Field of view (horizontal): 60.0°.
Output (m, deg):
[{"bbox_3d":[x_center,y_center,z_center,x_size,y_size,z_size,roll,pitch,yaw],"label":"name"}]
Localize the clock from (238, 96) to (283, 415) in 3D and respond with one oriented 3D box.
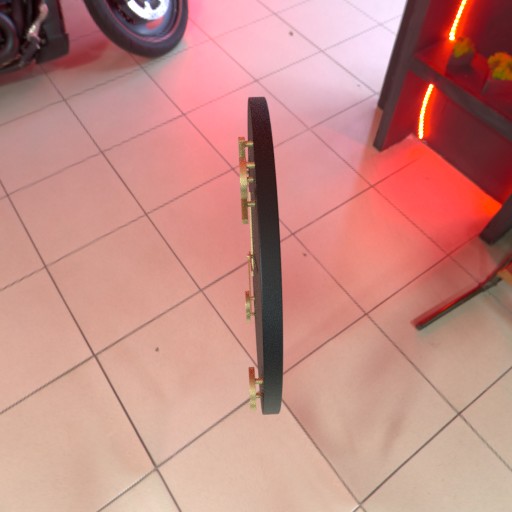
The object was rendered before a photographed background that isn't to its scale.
[{"bbox_3d":[0.000,0.000,0.672,0.038,0.454,0.454,-3,58,-2],"label":"clock"}]
